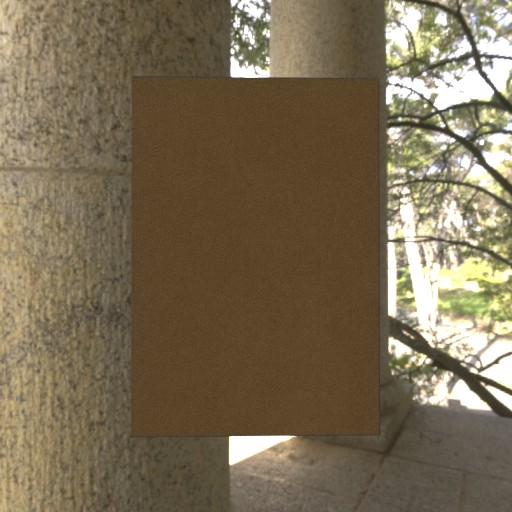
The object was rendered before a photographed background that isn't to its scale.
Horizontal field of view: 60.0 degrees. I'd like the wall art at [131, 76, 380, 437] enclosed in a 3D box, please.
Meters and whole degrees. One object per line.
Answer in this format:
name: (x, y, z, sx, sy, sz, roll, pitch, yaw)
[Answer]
wall art: (0.000, 0.000, 0.570, 0.314, 0.455, 0.019, 0, -1, -1)
